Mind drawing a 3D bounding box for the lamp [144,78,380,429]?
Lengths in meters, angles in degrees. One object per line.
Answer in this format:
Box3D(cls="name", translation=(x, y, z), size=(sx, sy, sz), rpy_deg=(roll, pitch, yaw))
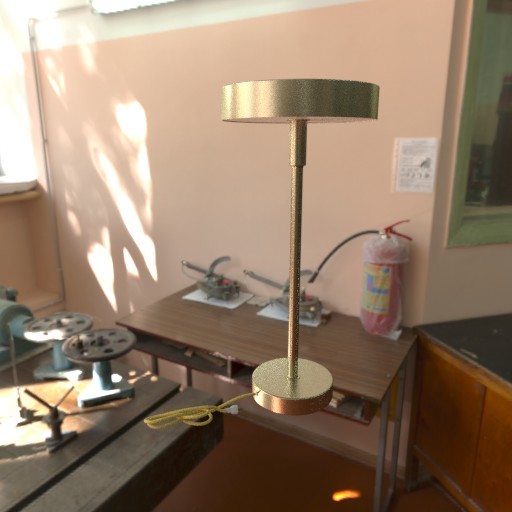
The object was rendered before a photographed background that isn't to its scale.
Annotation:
Box3D(cls="lamp", translation=(0.000, 0.000, 0.683), size=(0.369, 0.508, 0.229), rpy_deg=(-7, 16, -25))
